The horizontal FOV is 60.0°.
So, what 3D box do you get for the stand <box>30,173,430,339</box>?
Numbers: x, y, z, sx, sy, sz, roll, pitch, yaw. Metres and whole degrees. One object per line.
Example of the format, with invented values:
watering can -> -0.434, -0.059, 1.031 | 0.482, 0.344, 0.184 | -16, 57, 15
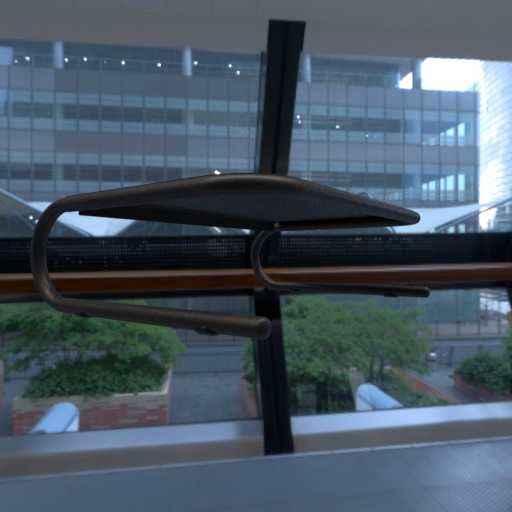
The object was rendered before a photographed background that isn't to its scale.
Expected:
stand -> 0.000, 0.000, 0.496 | 0.280, 0.108, 0.370 | 0, 0, 36
